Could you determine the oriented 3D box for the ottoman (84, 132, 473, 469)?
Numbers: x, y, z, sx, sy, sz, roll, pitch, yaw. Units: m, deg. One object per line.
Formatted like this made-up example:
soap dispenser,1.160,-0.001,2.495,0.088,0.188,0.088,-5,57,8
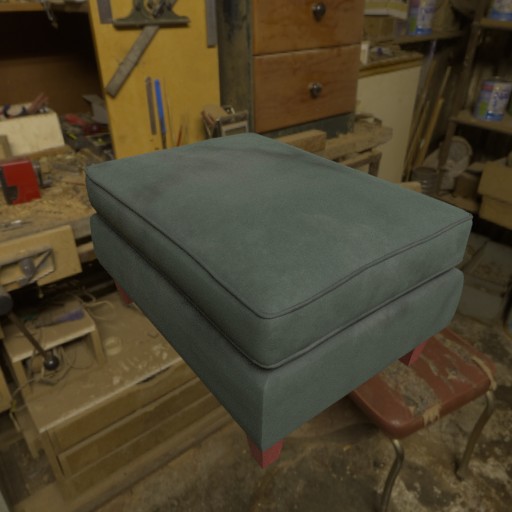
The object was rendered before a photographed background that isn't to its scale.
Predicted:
ottoman,0.000,0.000,1.217,0.632,0.495,0.864,-21,37,-31
